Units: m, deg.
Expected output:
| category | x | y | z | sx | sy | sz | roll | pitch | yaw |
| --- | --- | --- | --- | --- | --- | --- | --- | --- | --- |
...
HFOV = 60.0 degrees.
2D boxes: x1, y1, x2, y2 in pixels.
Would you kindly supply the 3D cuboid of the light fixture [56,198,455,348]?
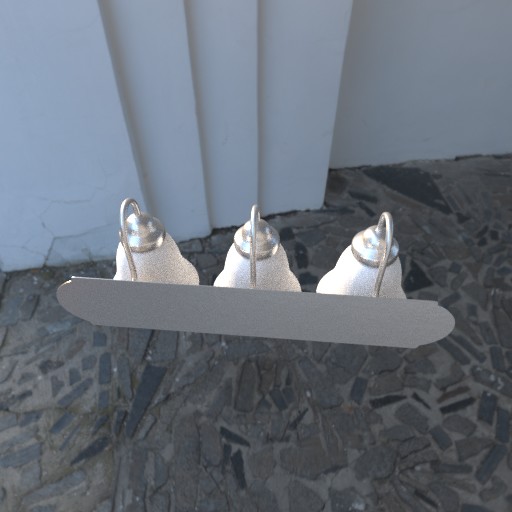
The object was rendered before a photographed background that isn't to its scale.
| category | x | y | z | sx | sy | sz | roll | pitch | yaw |
| --- | --- | --- | --- | --- | --- | --- | --- | --- | --- |
| light fixture | 0.000 | 0.000 | 0.731 | 0.610 | 0.222 | 0.199 | 4 | 46 | 3 |
